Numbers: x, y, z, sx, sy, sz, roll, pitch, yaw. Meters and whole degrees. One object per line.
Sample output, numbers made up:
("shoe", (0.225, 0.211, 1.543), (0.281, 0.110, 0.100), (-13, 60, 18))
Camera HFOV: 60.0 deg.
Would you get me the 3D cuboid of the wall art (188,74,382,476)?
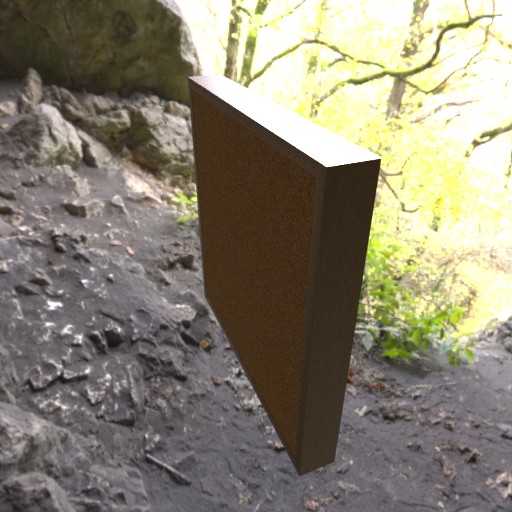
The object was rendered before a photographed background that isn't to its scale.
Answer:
("wall art", (0.000, 0.000, 0.462), (0.038, 0.305, 0.304), (-12, 34, -19))
